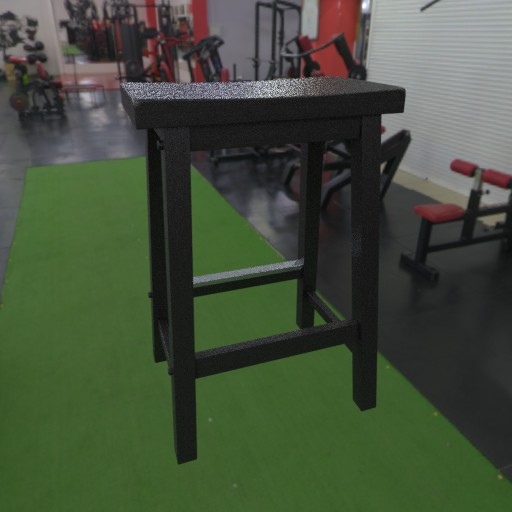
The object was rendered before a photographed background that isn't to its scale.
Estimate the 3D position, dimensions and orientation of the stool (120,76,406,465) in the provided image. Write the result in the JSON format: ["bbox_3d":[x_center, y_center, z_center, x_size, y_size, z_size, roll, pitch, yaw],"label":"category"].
[{"bbox_3d":[0.000,0.000,0.842,0.406,0.610,0.322,-9,28,-17],"label":"stool"}]
